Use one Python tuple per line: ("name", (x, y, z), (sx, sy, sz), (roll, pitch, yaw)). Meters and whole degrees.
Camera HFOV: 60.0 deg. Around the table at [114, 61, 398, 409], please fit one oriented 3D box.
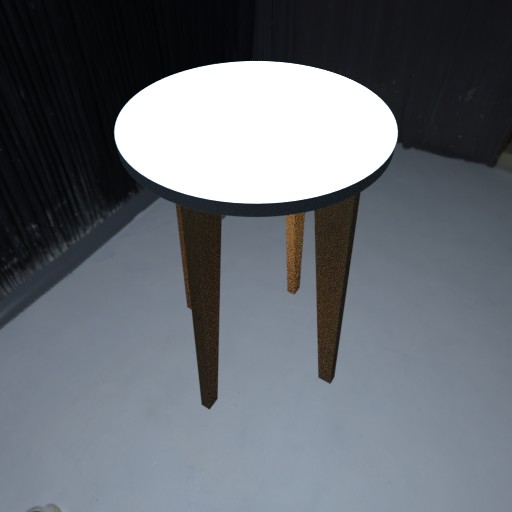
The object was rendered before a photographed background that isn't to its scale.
("table", (0.000, 0.000, 0.738), (0.350, 0.500, 0.350), (0, 45, 0))
